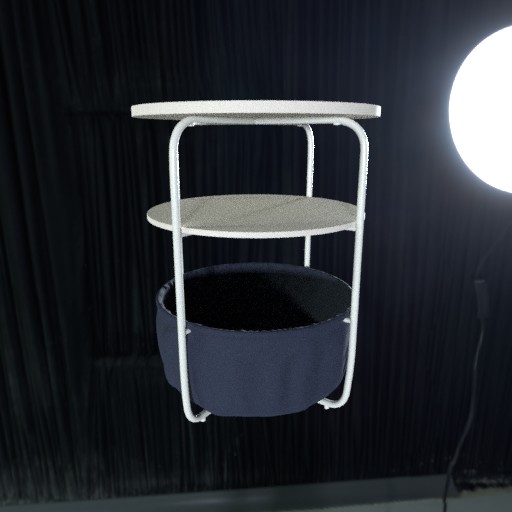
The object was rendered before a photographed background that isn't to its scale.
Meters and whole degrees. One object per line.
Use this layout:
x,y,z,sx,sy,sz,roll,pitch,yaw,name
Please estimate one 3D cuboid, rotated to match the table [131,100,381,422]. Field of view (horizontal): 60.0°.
0.000,0.000,0.841,0.418,0.532,0.418,-3,16,-9,table
